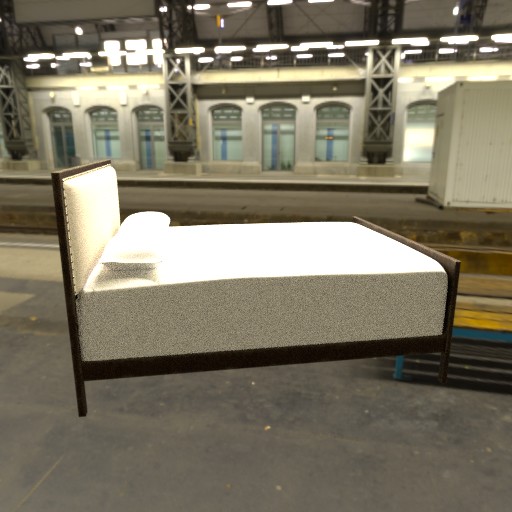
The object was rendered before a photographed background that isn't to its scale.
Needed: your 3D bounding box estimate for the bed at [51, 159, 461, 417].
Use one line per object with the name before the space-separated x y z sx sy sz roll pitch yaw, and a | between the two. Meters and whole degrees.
bed | 0.000 0.000 3.191 2.221 1.313 1.607 -2 15 -9
